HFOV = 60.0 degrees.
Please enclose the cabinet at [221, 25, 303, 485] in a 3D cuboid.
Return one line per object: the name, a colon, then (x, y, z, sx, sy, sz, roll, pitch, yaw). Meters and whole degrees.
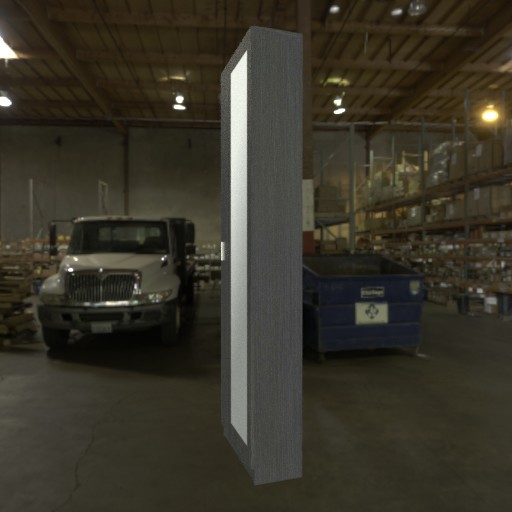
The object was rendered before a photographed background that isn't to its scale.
cabinet: (0.000, 0.000, 1.991, 0.230, 1.790, 0.500, 0, 1, -18)
